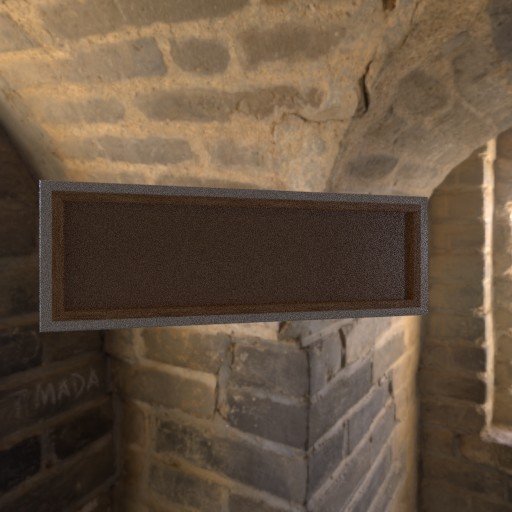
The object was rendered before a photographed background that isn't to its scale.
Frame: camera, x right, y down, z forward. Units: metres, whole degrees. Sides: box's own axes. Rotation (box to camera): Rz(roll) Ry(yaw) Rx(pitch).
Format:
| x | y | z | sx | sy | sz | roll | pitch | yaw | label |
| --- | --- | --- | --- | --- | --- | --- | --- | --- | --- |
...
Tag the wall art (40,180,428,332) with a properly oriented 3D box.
| x | y | z | sx | sy | sz | roll | pitch | yaw | label |
| --- | --- | --- | --- | --- | --- | --- | --- | --- | --- |
| 0.000 | 0.000 | 0.868 | 0.766 | 0.256 | 0.036 | 0 | 0 | -16 | wall art |
